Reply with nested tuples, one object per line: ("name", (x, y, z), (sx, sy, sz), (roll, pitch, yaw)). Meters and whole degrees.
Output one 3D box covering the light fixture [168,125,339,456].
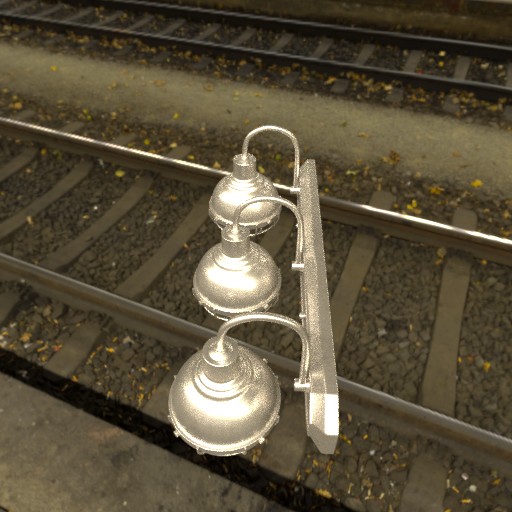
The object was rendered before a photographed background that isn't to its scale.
("light fixture", (0.000, 0.000, 0.770), (0.229, 0.254, 0.634), (2, 43, 2))
